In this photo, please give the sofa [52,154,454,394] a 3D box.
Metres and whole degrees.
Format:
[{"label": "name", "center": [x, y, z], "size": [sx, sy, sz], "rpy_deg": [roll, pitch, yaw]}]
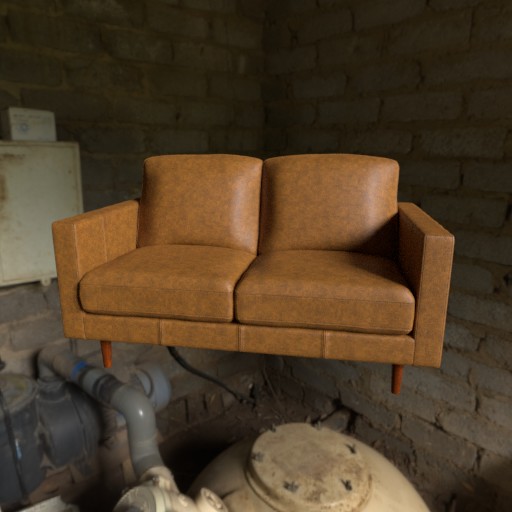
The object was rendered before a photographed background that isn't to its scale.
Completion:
[{"label": "sofa", "center": [0.000, 0.000, 2.141], "size": [1.578, 0.951, 0.909], "rpy_deg": [3, 15, 10]}]
